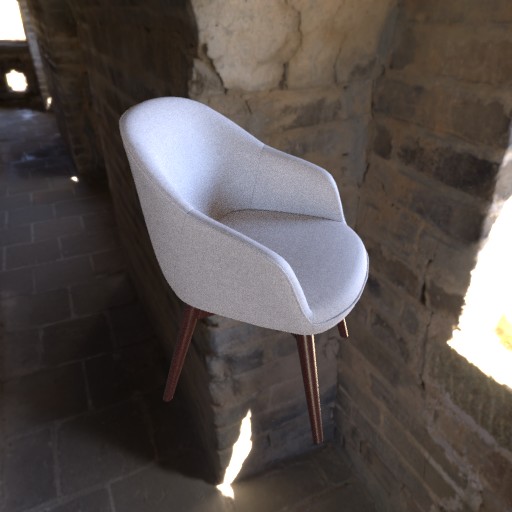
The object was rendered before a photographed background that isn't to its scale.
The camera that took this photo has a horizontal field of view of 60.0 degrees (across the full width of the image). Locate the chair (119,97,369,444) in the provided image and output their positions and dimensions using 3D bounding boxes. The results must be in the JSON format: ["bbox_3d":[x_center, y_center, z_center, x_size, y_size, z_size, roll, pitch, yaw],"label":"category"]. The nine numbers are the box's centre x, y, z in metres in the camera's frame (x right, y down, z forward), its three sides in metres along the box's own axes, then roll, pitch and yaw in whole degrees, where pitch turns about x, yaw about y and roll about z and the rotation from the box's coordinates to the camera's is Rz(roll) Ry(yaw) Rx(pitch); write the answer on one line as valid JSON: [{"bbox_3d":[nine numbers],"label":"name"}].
[{"bbox_3d":[0.000,0.000,1.279,0.635,0.823,0.596,9,31,16],"label":"chair"}]
